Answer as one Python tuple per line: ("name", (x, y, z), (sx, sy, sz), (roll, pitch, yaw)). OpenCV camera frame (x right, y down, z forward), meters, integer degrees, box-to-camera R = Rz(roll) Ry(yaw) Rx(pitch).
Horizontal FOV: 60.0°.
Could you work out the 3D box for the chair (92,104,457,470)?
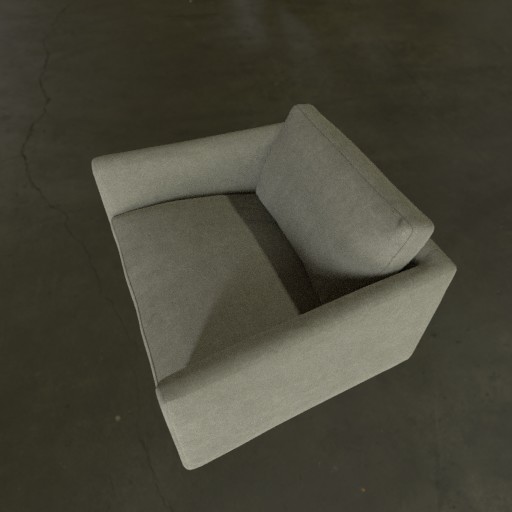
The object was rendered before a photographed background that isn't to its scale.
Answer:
("chair", (0.000, 0.000, 1.852), (1.091, 0.845, 1.190), (-17, 51, -15))
